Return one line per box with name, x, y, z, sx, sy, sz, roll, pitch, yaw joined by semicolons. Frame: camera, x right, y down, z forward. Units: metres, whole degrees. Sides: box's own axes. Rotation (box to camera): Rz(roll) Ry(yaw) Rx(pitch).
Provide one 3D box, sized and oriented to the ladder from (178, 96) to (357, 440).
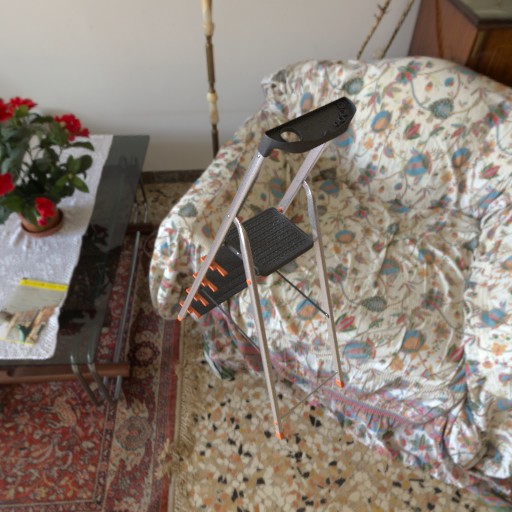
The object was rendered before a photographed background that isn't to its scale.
ladder;0.000;0.000;2.054;0.480;1.646;0.995;-31;54;-26
